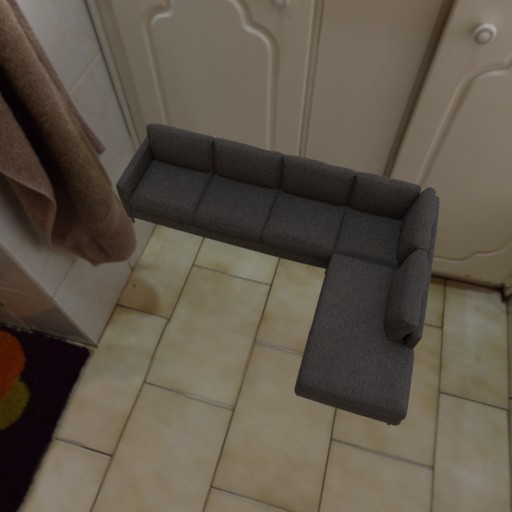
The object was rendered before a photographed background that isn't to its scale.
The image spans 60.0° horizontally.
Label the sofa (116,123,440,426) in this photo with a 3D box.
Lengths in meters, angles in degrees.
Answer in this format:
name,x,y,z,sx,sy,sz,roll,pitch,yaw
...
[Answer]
name,x,y,z,sx,sy,sz,roll,pitch,yaw
sofa,0.000,0.000,3.938,2.949,0.815,2.007,15,59,9
